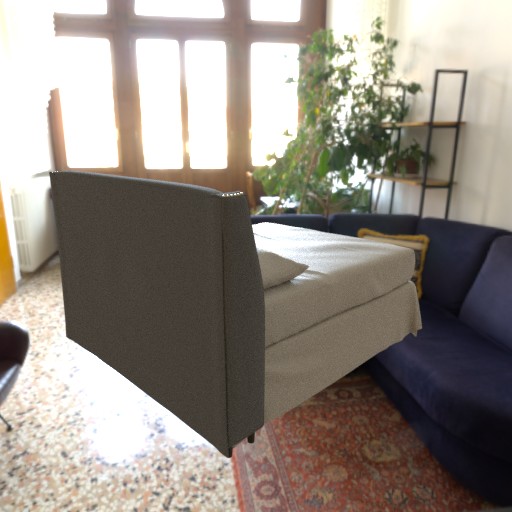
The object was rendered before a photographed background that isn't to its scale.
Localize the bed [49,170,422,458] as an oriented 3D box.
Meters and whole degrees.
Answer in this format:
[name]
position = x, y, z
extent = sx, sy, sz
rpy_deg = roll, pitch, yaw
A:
[bed]
position = 0.000, 0.000, 3.400
extent = 2.276, 1.332, 1.925
rpy_deg = -14, 21, -43
